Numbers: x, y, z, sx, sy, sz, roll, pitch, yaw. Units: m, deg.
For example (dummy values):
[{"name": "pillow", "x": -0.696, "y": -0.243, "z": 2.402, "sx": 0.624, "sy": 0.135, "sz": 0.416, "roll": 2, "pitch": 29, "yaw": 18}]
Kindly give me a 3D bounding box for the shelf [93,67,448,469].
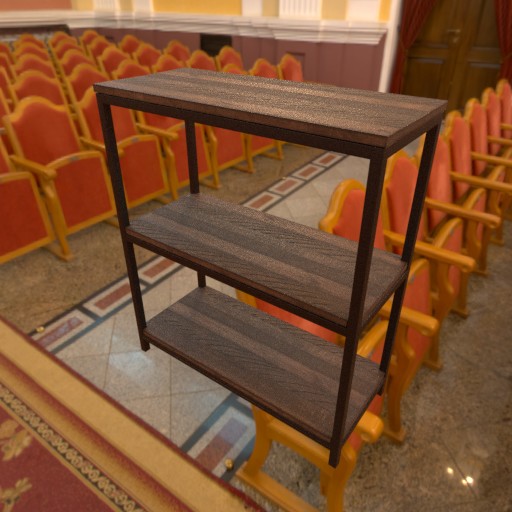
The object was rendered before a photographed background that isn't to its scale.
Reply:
[{"name": "shelf", "x": 0.000, "y": 0.000, "z": 1.338, "sx": 0.822, "sy": 0.947, "sz": 0.352, "roll": 21, "pitch": 37, "yaw": 30}]
